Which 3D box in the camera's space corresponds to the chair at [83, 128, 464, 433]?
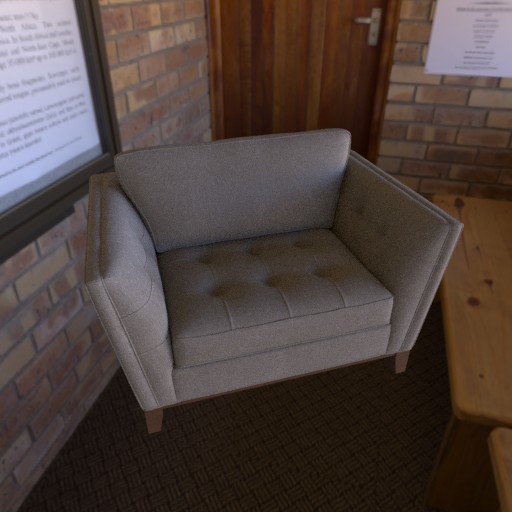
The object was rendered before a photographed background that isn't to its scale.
[{"bbox_3d":[0.000,0.000,2.082,1.396,0.942,0.965,-9,33,-14],"label":"chair"}]
